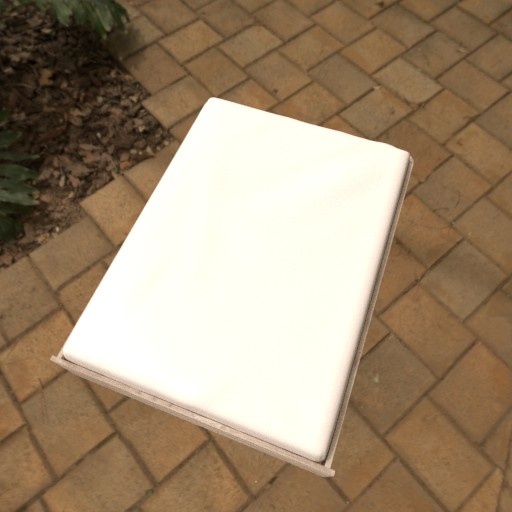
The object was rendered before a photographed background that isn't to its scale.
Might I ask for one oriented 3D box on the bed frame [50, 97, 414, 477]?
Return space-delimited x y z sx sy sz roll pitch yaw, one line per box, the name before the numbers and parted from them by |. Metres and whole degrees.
bed frame | 0.000 0.000 2.640 1.490 0.462 1.950 19 65 9
